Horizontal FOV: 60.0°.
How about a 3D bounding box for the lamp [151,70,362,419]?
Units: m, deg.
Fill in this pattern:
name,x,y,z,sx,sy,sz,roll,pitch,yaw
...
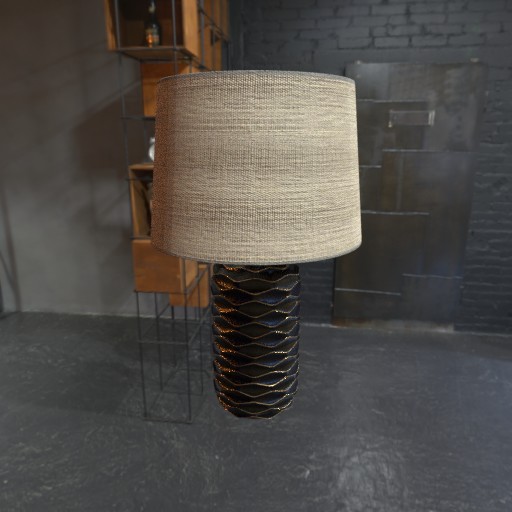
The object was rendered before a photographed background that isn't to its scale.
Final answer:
name,x,y,z,sx,sy,sz,roll,pitch,yaw
lamp,0.000,0.000,0.819,0.376,0.594,0.376,0,15,0
